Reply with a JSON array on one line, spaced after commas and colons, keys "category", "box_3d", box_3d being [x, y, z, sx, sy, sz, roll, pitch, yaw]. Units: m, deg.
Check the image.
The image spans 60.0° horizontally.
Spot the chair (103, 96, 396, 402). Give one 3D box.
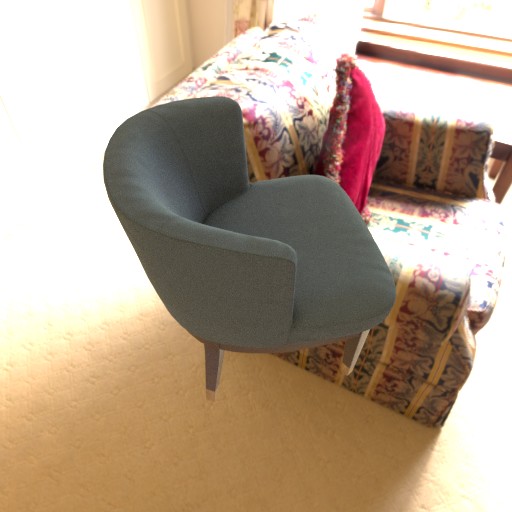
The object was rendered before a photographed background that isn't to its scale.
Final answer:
[{"category": "chair", "box_3d": [0.000, 0.000, 1.310, 0.702, 0.760, 0.661, -9, 47, -8]}]
